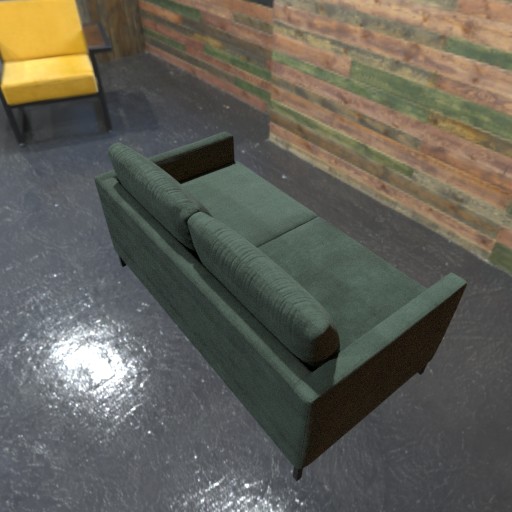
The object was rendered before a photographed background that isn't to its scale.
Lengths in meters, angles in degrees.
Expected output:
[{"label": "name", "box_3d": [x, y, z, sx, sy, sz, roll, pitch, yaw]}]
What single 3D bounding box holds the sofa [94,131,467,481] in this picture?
[{"label": "sofa", "box_3d": [0.000, 0.000, 2.161, 0.875, 0.817, 1.676, -27, 48, -27]}]
